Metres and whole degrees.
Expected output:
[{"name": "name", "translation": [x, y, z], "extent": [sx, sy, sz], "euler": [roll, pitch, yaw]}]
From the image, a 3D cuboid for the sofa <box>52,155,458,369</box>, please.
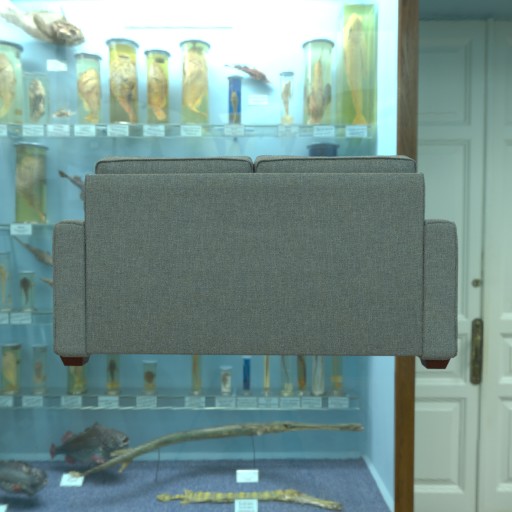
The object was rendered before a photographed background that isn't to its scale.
[{"name": "sofa", "translation": [0.000, 0.000, 2.280], "extent": [1.706, 0.915, 0.945], "euler": [0, 2, 2]}]
